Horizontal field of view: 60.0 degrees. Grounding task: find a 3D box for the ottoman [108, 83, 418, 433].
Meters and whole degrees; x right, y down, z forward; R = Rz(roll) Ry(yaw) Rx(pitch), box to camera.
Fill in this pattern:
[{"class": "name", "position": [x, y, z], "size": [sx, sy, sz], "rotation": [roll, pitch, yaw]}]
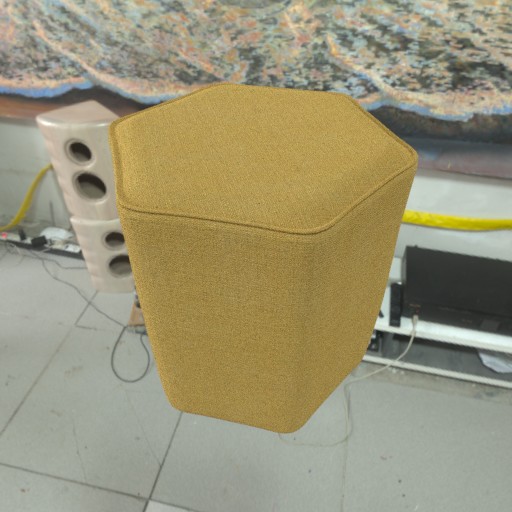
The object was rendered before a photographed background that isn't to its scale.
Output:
[{"class": "ottoman", "position": [0.000, 0.000, 0.840], "size": [0.443, 0.502, 0.494], "rotation": [-11, 43, -13]}]
